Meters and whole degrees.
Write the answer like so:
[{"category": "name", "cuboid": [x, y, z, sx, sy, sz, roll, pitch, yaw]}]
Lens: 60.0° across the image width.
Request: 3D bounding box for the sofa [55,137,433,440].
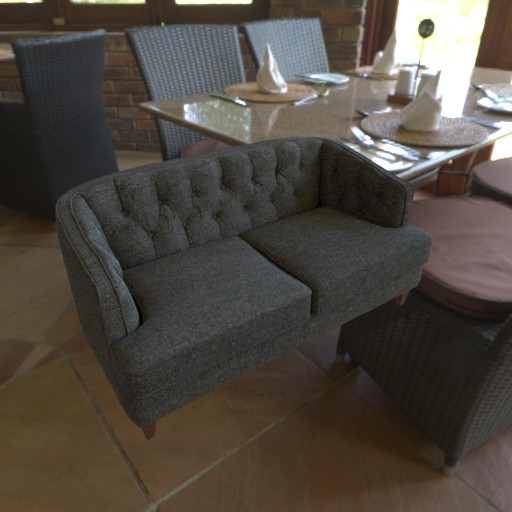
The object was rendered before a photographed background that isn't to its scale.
[{"category": "sofa", "cuboid": [0.000, 0.000, 2.267, 1.733, 0.855, 0.941, -20, 36, -30]}]
